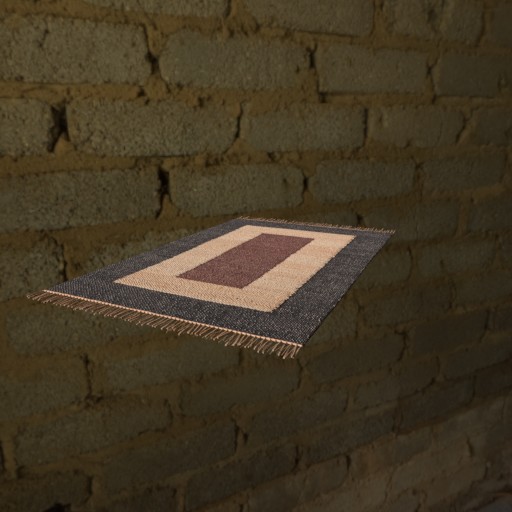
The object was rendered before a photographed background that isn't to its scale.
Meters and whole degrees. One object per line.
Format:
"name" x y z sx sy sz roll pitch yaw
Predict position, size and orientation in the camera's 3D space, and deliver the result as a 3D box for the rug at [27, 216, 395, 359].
"rug" 0.000 0.000 2.506 1.224 0.027 2.021 8 18 25
